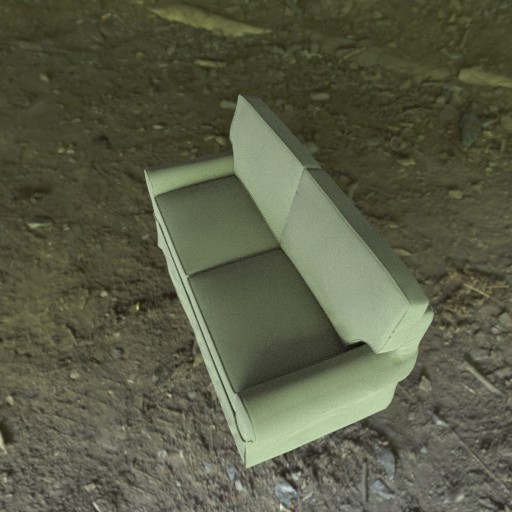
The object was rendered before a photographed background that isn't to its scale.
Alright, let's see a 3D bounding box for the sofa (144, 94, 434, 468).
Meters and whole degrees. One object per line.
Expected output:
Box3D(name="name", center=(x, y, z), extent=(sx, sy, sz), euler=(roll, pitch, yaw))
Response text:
Box3D(name="sofa", center=(0.000, 0.000, 2.372), extent=(0.841, 1.024, 1.823), euler=(-17, 50, -15))
